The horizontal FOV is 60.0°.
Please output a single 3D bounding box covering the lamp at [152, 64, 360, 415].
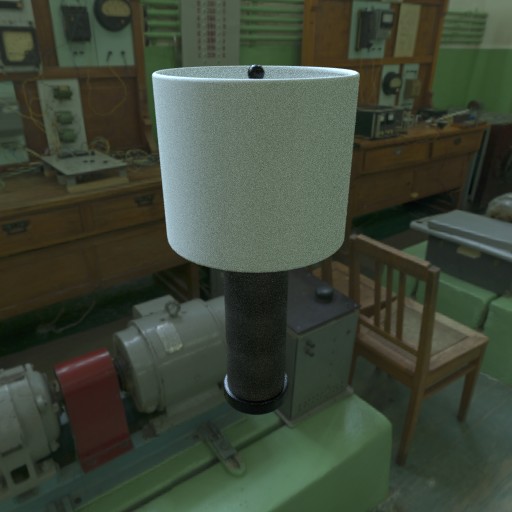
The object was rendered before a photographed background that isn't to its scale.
[{"bbox_3d":[0.000,0.000,0.798,0.305,0.634,0.305,-18,31,-33],"label":"lamp"}]
